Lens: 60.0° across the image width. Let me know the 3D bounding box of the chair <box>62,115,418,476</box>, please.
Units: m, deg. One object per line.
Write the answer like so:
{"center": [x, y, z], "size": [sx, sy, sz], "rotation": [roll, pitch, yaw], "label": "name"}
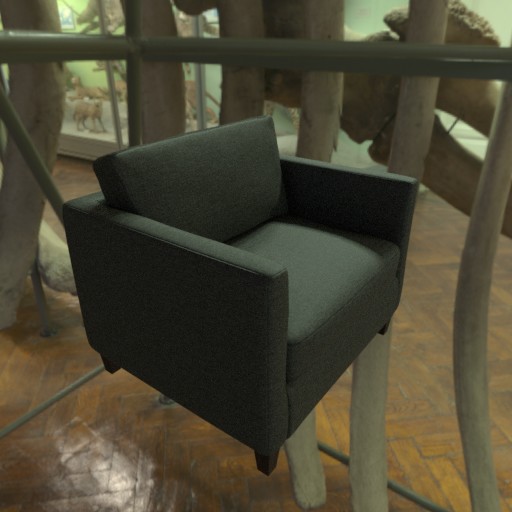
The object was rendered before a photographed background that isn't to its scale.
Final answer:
{"center": [0.000, 0.000, 1.812], "size": [0.959, 0.963, 1.107], "rotation": [18, 32, 33], "label": "chair"}
